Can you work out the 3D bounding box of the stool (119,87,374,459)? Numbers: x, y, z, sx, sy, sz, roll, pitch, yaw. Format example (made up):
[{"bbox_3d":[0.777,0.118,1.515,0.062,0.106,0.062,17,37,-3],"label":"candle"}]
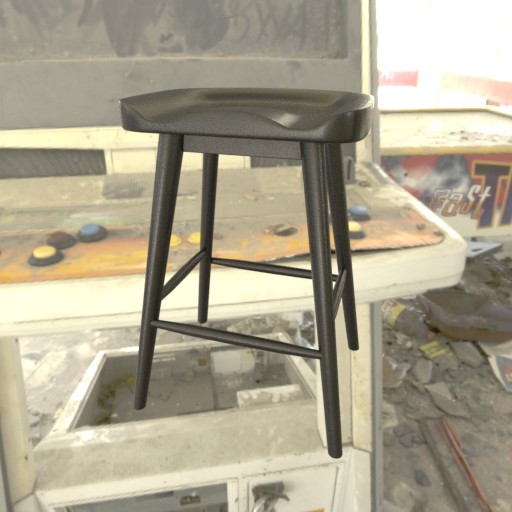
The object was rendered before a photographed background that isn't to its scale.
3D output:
[{"bbox_3d":[0.000,0.000,0.898,0.440,0.615,0.361,7,26,15],"label":"stool"}]
